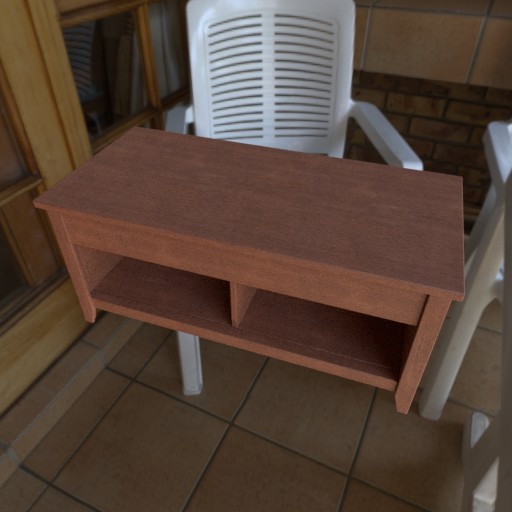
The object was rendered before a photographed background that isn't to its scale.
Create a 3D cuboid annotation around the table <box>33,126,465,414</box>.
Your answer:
[{"bbox_3d":[0.000,0.000,1.298,1.016,0.457,0.483,12,41,15],"label":"table"}]
